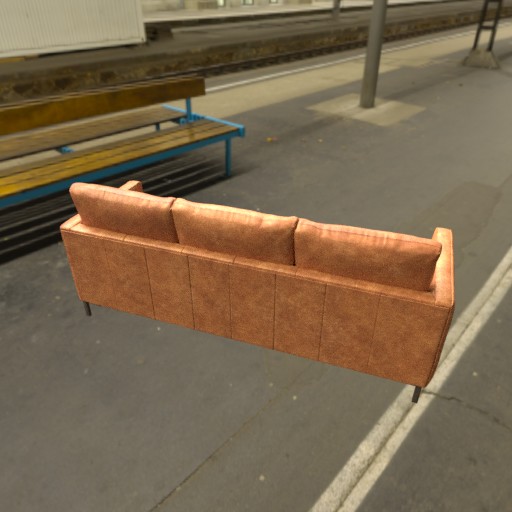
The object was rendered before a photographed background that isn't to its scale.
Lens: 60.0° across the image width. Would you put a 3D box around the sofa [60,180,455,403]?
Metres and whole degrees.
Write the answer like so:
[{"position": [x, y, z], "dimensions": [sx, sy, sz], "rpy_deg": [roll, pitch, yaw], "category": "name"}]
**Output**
[{"position": [0.000, 0.000, 2.493], "dimensions": [2.029, 0.863, 0.748], "rpy_deg": [11, 34, 17], "category": "sofa"}]
